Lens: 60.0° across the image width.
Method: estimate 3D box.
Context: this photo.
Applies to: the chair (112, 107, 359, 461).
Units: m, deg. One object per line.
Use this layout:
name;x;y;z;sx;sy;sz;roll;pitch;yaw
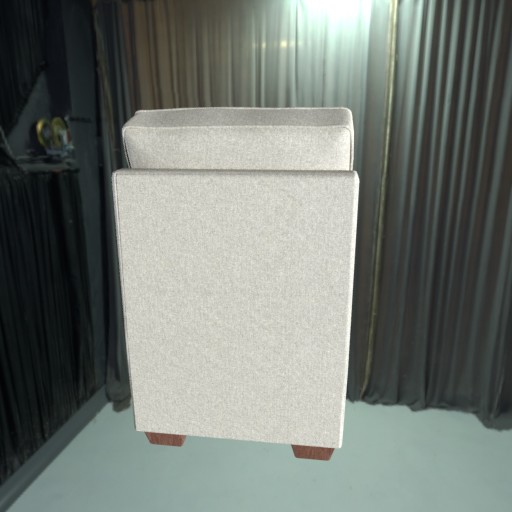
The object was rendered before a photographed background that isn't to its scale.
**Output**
chair;0.000;0.000;1.726;0.674;1.058;1.020;2;15;7
